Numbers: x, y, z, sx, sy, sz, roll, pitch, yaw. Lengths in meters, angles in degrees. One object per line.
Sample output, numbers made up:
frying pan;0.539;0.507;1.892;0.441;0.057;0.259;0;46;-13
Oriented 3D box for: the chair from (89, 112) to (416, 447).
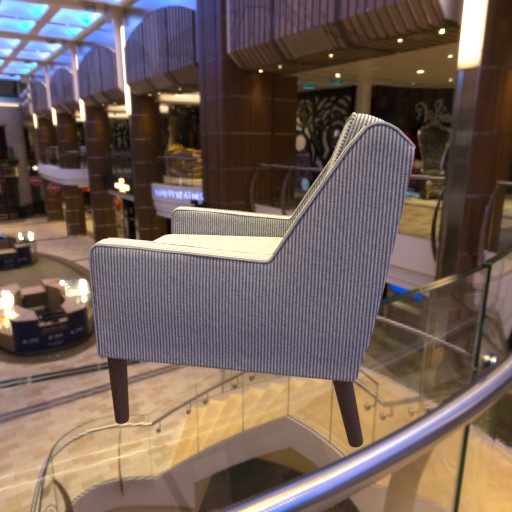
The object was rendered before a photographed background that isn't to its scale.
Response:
chair;0.000;0.000;1.318;0.743;0.792;0.663;2;14;9
